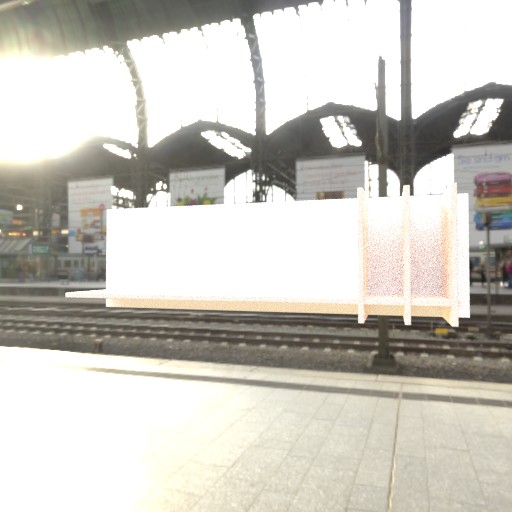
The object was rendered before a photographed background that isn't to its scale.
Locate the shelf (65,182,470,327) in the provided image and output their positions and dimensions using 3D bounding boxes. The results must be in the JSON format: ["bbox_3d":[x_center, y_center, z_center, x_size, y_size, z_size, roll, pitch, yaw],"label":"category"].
[{"bbox_3d":[0.000,0.000,1.133,1.020,0.300,0.200,0,-2,17],"label":"shelf"}]
